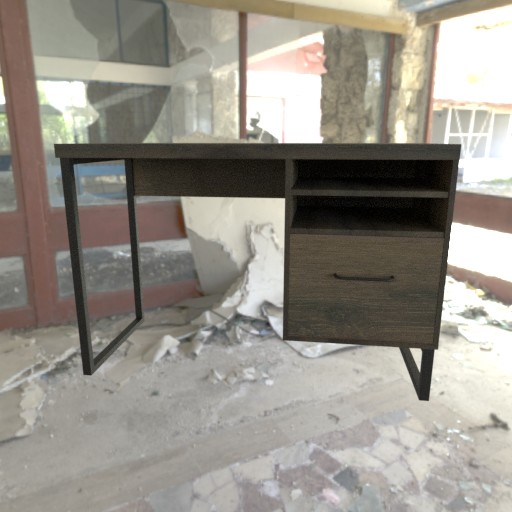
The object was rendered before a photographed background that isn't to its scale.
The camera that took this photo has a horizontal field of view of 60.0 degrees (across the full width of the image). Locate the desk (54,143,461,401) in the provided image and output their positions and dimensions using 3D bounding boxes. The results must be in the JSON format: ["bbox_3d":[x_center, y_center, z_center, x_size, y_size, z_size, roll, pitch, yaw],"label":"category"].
[{"bbox_3d":[0.000,0.000,1.527,1.134,0.752,0.511,2,15,8],"label":"desk"}]
